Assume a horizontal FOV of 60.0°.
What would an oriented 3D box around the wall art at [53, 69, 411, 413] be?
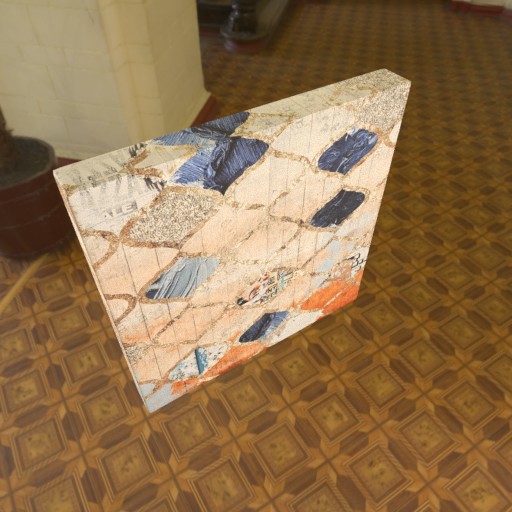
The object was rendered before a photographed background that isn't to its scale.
[{"bbox_3d":[0.000,0.000,0.451,0.303,0.304,0.036,-25,50,-22],"label":"wall art"}]
